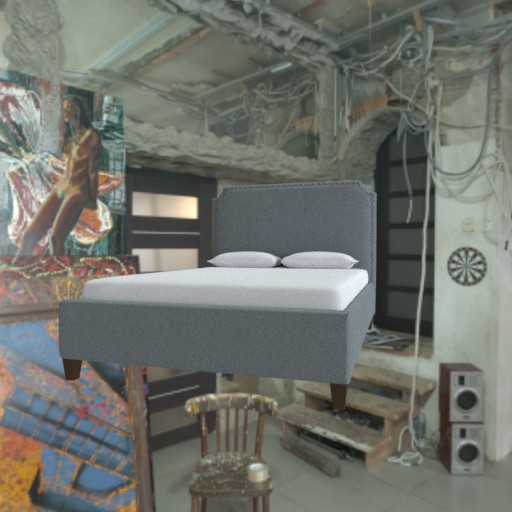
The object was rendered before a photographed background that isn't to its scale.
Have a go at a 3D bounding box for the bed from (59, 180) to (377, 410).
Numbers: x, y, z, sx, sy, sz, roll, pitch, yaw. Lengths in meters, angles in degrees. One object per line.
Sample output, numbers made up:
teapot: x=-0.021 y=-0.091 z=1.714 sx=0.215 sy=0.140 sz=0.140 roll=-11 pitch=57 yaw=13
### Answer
bed: x=0.000 y=0.000 z=3.456 sx=1.712 sy=1.443 sz=2.372 roll=0 pitch=1 yaw=18
